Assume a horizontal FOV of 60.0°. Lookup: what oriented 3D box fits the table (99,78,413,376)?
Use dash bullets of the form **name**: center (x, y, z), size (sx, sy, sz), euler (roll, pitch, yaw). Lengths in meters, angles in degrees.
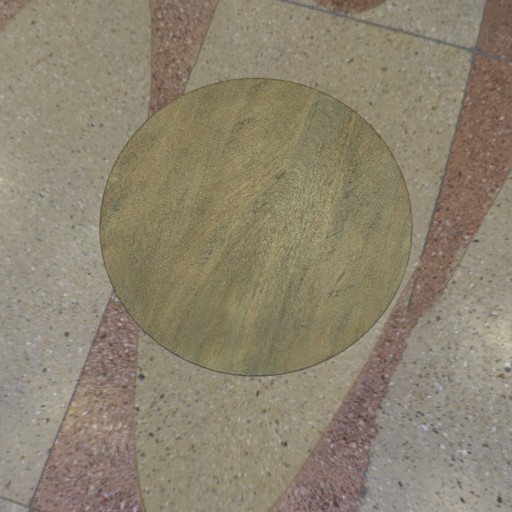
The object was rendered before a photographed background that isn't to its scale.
- **table**: center (0.000, 0.000, 0.792), size (0.405, 0.454, 0.405), euler (0, 76, 0)
